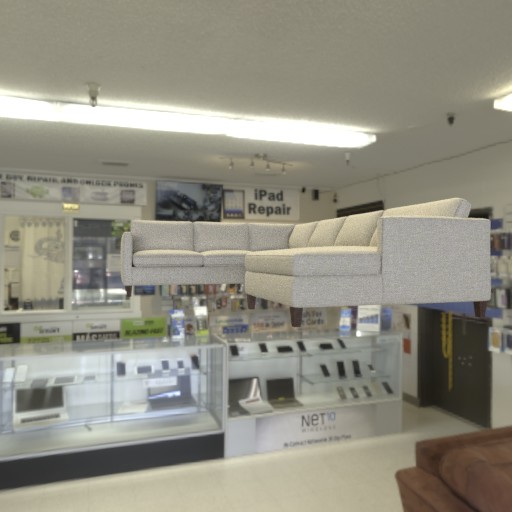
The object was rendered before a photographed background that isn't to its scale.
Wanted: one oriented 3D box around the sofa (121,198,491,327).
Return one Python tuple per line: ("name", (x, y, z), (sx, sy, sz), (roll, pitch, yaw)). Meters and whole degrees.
("sofa", (0.000, 0.000, 4.408), (2.551, 0.889, 3.403), (0, 0, -18))
